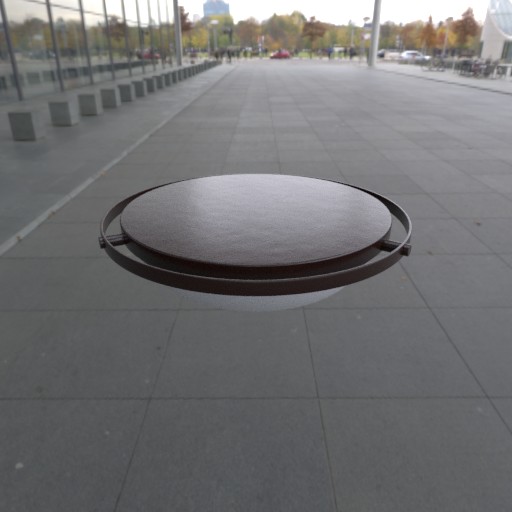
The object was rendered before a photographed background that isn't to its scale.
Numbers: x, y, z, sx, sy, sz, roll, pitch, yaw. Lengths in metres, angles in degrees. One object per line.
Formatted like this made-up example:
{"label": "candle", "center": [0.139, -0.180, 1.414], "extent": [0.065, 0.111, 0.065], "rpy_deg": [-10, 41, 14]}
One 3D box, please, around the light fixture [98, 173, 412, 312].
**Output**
{"label": "light fixture", "center": [0.000, 0.000, 0.563], "extent": [0.361, 0.130, 0.361], "rpy_deg": [0, 25, 0]}
